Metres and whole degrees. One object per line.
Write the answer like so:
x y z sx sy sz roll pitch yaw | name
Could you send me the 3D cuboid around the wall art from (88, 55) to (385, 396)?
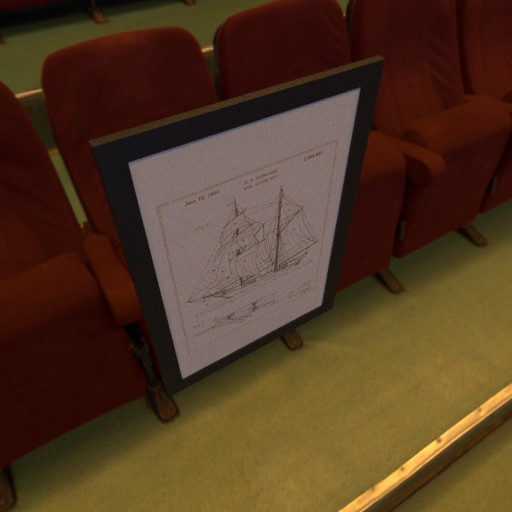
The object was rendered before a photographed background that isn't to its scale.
0.000 0.000 0.695 0.381 0.534 0.013 -24 51 -21 | wall art
